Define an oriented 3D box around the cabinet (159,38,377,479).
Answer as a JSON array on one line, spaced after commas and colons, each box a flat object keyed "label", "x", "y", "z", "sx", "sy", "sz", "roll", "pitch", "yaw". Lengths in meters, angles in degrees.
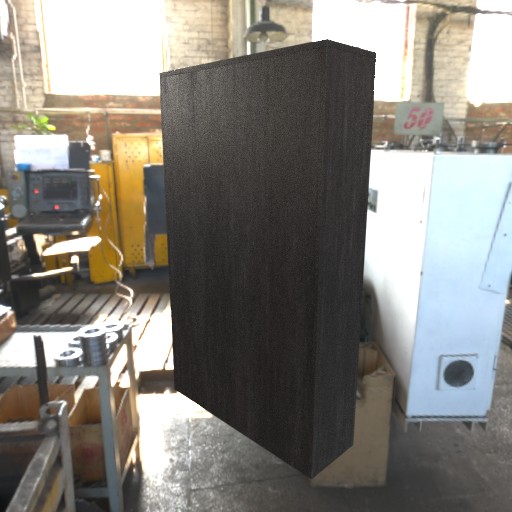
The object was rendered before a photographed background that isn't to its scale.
[{"label": "cabinet", "x": 0.000, "y": 0.000, "z": 1.589, "sx": 0.250, "sy": 1.280, "sz": 0.750, "roll": -14, "pitch": 19, "yaw": -43}]
